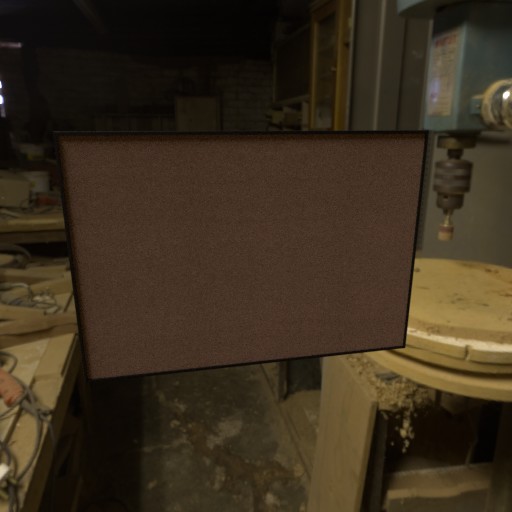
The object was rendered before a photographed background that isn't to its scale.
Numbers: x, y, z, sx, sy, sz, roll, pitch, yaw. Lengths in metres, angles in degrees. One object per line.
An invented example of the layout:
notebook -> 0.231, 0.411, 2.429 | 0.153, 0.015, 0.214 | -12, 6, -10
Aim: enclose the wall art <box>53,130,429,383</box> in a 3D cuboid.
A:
wall art -> 0.000, 0.000, 1.216 | 0.957, 0.660, 0.019 | -3, 17, -11
